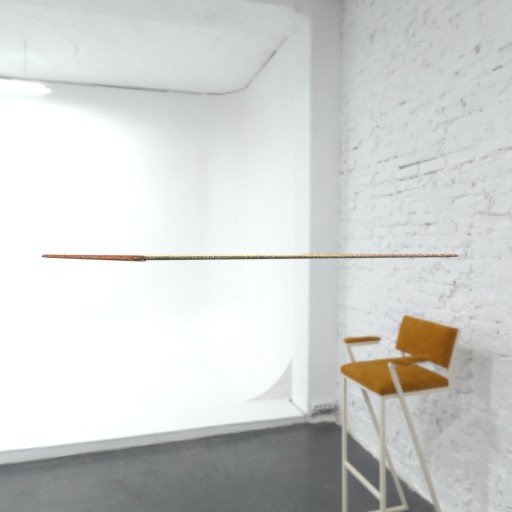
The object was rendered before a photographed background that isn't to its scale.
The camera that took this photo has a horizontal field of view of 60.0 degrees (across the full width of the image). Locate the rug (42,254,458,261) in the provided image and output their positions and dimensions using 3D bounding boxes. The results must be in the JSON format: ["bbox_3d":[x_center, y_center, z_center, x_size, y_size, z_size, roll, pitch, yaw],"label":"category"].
[{"bbox_3d":[0.000,0.000,2.301,1.838,0.019,1.220,0,0,-37],"label":"rug"}]
